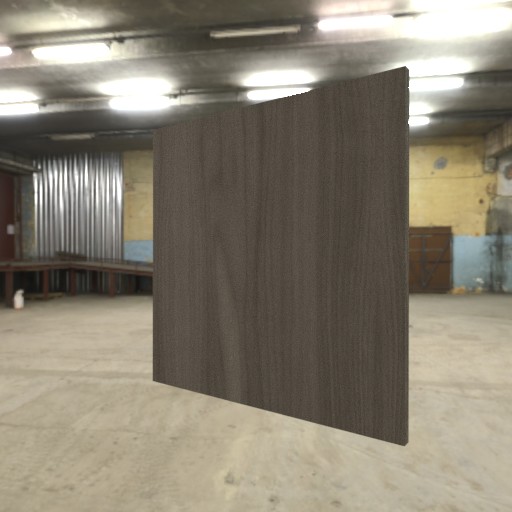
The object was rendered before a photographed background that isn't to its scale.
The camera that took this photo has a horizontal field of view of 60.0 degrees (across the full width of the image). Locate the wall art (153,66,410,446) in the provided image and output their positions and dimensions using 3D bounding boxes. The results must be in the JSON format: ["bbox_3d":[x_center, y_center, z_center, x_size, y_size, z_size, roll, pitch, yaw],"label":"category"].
[{"bbox_3d":[0.000,0.000,0.749,0.508,0.507,0.016,0,0,37],"label":"wall art"}]
